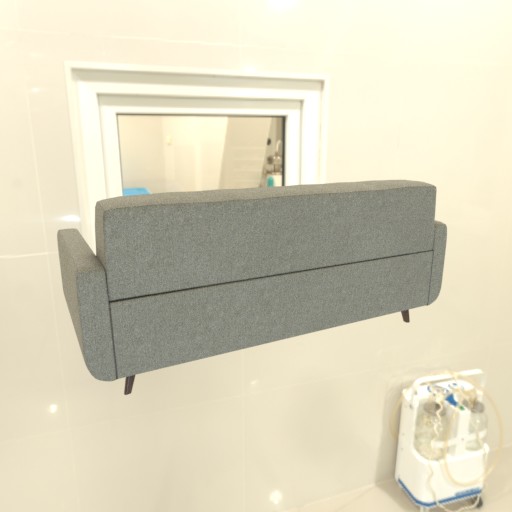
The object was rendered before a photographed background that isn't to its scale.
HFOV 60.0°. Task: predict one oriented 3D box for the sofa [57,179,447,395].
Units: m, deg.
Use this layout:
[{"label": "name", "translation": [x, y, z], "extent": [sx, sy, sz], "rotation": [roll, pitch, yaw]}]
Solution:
[{"label": "sofa", "translation": [0.000, 0.000, 2.590], "extent": [2.055, 0.873, 0.968], "rotation": [-8, 17, -27]}]
